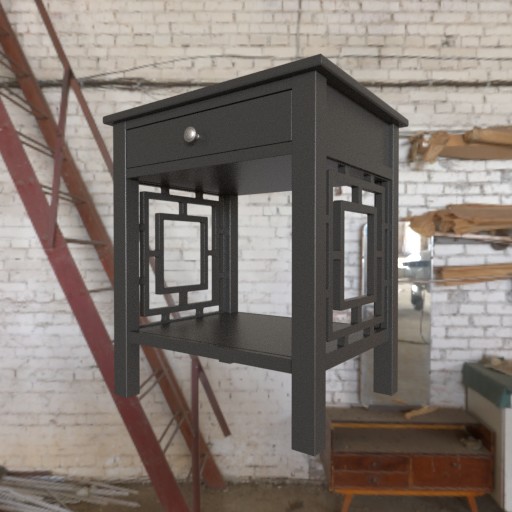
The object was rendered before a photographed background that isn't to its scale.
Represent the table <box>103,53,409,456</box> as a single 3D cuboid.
[{"bbox_3d":[0.000,0.000,1.035,0.564,0.646,0.451,1,1,36],"label":"table"}]
